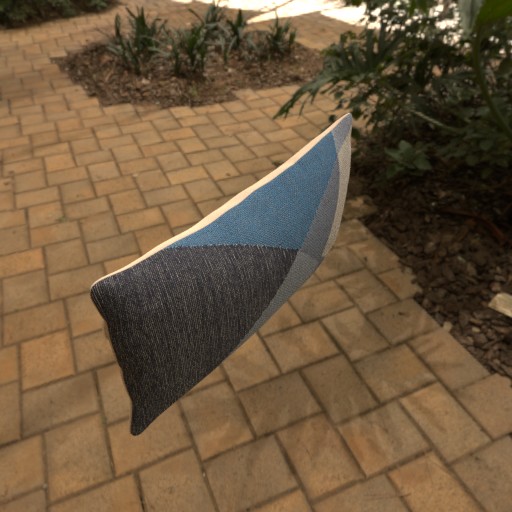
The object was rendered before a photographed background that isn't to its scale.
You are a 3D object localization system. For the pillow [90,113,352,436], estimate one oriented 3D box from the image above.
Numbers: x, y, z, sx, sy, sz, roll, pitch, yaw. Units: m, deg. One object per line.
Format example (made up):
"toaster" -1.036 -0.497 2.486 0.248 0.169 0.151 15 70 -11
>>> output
"pillow" 0.000 0.000 0.745 0.148 0.307 0.604 26 46 28
